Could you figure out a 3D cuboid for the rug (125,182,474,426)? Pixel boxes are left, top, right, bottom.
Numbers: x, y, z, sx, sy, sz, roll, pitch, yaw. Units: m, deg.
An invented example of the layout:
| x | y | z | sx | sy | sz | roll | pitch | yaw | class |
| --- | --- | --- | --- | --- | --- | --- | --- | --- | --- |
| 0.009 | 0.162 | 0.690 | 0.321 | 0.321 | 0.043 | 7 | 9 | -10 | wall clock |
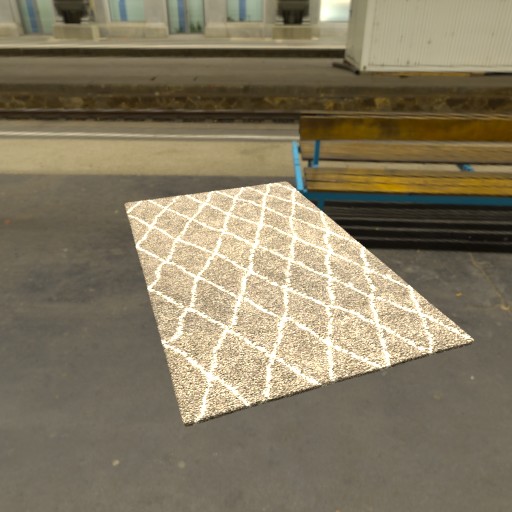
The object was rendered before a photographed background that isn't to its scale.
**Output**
| x | y | z | sx | sy | sz | roll | pitch | yaw | class |
| --- | --- | --- | --- | --- | --- | --- | --- | --- | --- |
| 0.000 | 0.000 | 3.051 | 1.524 | 0.030 | 2.438 | -10 | 32 | -17 | rug |
